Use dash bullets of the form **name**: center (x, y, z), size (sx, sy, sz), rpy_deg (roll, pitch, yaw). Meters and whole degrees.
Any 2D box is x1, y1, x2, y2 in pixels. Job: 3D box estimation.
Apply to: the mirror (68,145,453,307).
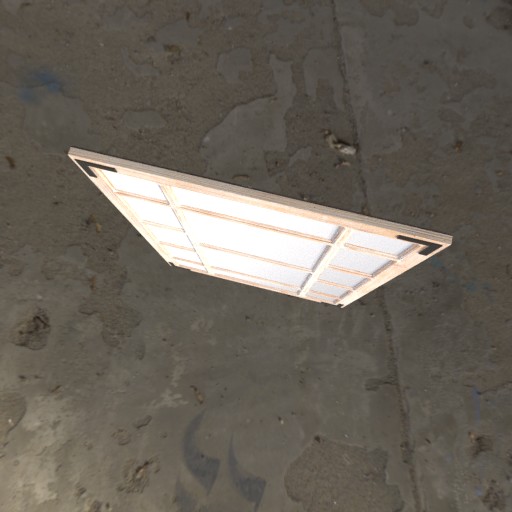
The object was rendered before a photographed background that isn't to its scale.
- **mirror**: center (0.000, 0.000, 1.277), size (0.705, 0.996, 0.025), rpy_deg (14, 77, 3)
